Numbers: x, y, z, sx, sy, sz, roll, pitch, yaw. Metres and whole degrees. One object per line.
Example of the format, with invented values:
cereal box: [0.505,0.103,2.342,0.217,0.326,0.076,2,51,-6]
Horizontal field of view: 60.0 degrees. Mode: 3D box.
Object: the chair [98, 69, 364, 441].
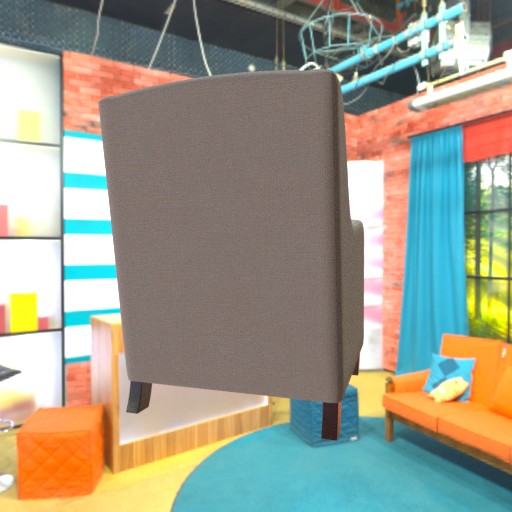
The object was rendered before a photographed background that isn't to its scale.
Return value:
chair: [0.000,0.000,1.635,0.715,1.017,0.896,0,1,18]
